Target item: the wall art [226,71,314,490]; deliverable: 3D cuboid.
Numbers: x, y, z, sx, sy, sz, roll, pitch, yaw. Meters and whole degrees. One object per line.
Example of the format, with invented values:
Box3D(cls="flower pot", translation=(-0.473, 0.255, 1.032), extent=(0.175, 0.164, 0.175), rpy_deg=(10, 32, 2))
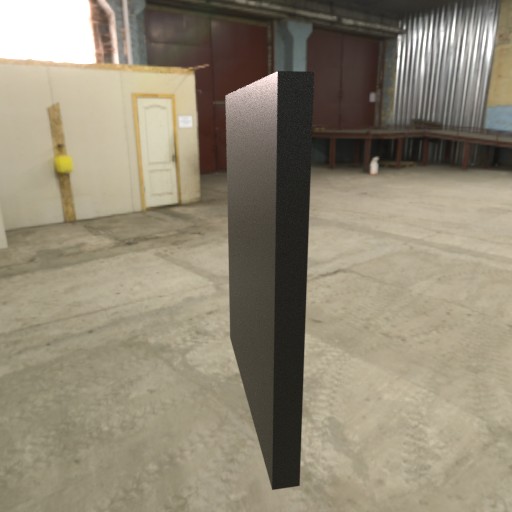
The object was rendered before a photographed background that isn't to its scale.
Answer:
Box3D(cls="wall art", translation=(0.000, 0.000, 0.534), extent=(0.028, 0.380, 0.325), rpy_deg=(-3, 17, -10))
